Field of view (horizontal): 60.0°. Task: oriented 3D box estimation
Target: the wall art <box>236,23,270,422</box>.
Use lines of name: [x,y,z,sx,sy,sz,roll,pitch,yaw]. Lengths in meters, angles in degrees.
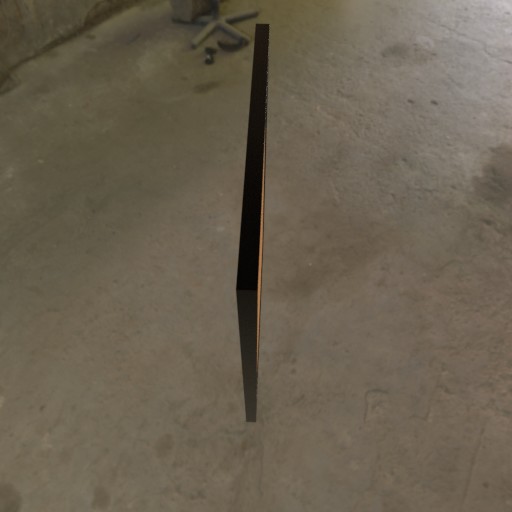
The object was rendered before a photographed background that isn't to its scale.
wall art: [0.000,0.000,1.424,0.040,1.062,0.805,2,58,1]
